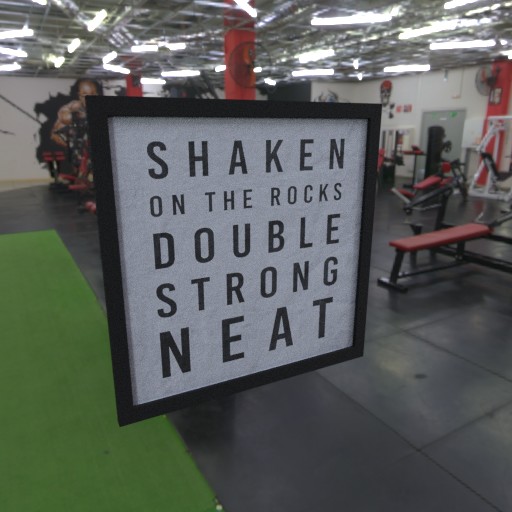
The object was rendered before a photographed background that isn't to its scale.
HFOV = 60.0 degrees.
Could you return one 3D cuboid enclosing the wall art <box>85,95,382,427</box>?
[{"bbox_3d":[0.000,0.000,0.690,0.456,0.458,0.013,-8,18,-26],"label":"wall art"}]
